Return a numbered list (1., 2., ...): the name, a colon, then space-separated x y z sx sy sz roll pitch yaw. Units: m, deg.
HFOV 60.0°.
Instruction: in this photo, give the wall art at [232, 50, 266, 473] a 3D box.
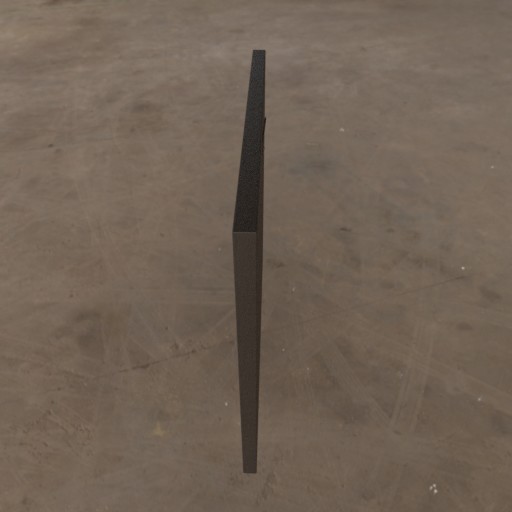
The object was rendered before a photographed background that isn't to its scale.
1. wall art: 0.000 0.000 1.190 0.043 0.807 0.805 1 42 1
